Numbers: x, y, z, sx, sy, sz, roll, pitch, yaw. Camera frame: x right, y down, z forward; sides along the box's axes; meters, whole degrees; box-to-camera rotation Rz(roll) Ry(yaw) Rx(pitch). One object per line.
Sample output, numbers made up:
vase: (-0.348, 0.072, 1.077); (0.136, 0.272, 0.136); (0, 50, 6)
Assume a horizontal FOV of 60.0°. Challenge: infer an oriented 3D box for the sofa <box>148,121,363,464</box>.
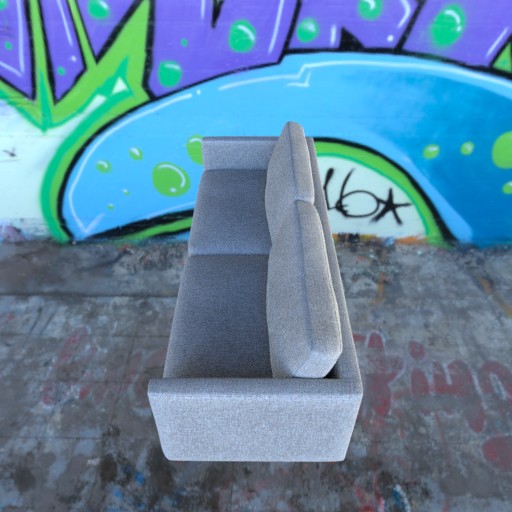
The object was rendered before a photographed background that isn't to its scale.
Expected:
sofa: (0.000, 0.000, 2.942); (0.948, 0.951, 2.434); (0, 41, 0)
